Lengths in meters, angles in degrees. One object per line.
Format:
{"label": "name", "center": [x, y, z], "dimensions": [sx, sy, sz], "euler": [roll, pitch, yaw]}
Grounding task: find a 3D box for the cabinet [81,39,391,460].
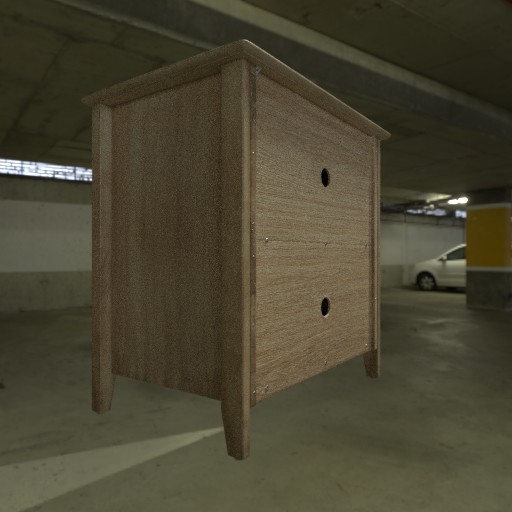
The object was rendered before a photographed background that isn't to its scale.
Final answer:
{"label": "cabinet", "center": [0.000, 0.000, 1.229], "dimensions": [0.503, 0.762, 0.763], "euler": [0, 0, 36]}
